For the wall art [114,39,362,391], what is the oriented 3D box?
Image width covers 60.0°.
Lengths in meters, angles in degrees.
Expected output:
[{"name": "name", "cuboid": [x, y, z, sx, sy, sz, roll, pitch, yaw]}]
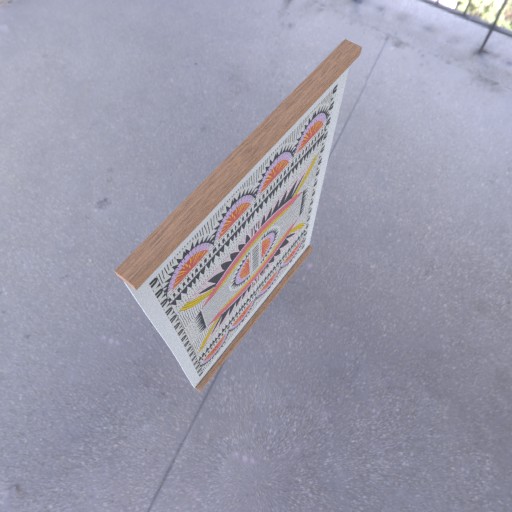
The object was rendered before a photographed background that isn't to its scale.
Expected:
[{"name": "wall art", "cuboid": [0.000, 0.000, 0.812, 0.028, 0.609, 0.456, 34, 68, 16]}]
